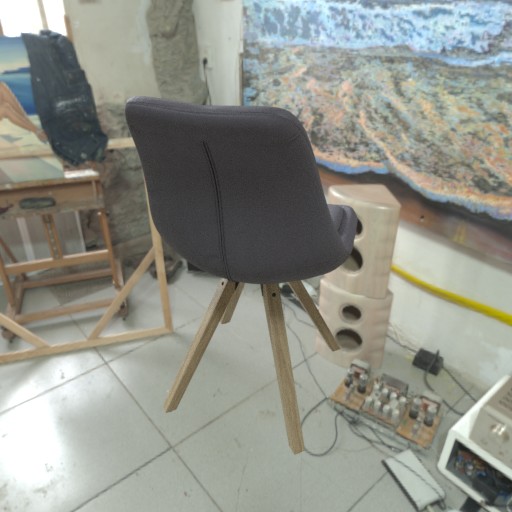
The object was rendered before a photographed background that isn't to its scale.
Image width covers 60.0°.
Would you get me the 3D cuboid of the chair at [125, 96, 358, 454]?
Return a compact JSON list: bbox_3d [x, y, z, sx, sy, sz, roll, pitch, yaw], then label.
[{"bbox_3d":[0.000,0.000,1.147,0.483,0.865,0.547,11,32,17],"label":"chair"}]
